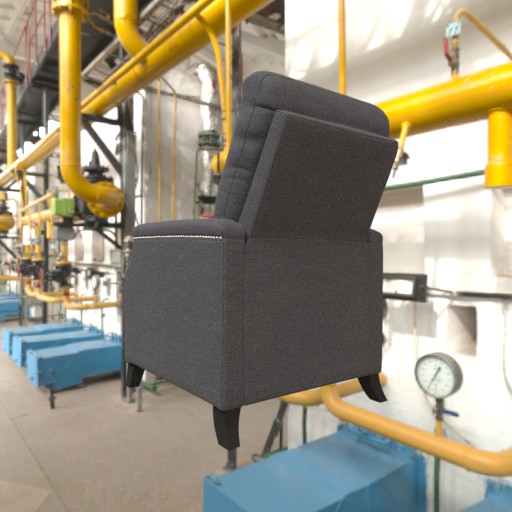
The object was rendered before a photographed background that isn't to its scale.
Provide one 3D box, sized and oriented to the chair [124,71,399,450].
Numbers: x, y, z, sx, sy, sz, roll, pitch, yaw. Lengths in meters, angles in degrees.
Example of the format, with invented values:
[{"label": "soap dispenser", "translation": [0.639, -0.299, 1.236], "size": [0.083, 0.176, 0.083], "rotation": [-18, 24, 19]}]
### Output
[{"label": "chair", "translation": [0.000, 0.000, 1.661], "size": [0.710, 1.049, 0.922], "rotation": [0, 0, -37]}]
